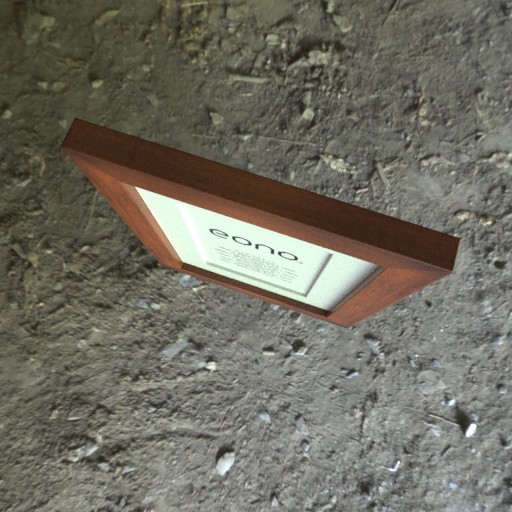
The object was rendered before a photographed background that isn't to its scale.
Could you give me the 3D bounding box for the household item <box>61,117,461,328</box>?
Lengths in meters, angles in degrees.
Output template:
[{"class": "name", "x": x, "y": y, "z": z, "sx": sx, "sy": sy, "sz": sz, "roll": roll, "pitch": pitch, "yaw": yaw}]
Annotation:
[{"class": "household item", "x": 0.000, "y": 0.000, "z": 0.337, "sx": 0.200, "sy": 0.250, "sz": 0.020, "roll": 18, "pitch": 76, "yaw": 5}]
